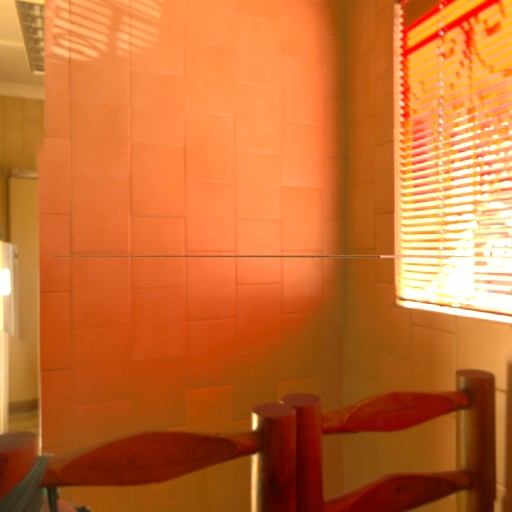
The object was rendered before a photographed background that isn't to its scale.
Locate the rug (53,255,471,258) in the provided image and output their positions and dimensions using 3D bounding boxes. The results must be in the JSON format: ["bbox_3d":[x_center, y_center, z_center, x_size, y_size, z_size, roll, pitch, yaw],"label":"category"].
[{"bbox_3d":[0.000,0.000,2.327,1.828,0.007,1.220,0,0,37],"label":"rug"}]
